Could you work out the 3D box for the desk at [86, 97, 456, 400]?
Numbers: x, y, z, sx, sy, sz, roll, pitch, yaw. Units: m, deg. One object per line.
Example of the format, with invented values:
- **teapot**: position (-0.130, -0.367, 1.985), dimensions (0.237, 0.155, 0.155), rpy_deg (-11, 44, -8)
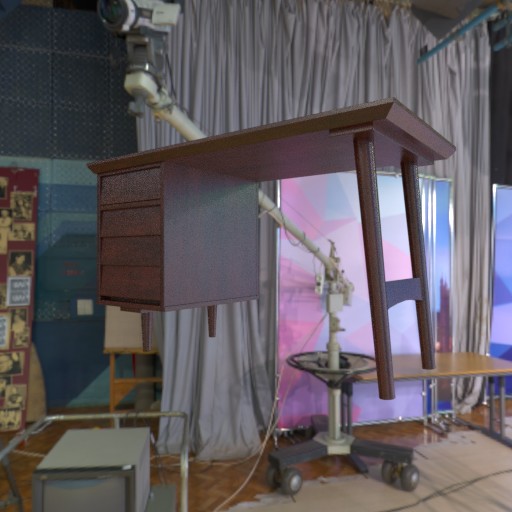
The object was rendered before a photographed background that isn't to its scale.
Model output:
- **desk**: position (0.000, 0.000, 1.677), dimensions (1.277, 0.758, 0.612), rpy_deg (0, 0, 37)
